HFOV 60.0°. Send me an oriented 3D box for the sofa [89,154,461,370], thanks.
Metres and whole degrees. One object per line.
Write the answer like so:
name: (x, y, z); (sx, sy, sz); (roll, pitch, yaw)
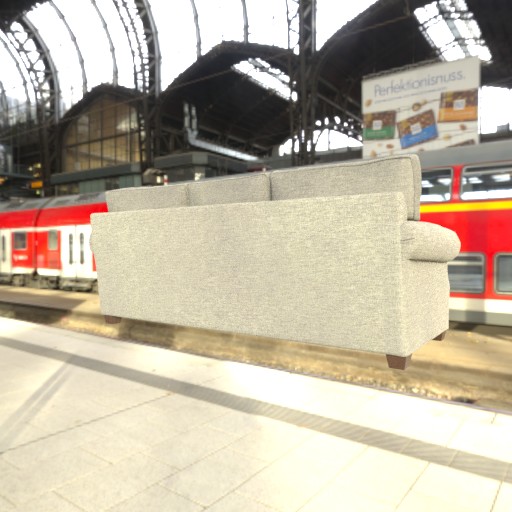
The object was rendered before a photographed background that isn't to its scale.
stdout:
sofa: (0.000, 0.000, 2.850); (2.312, 0.975, 0.965); (1, 1, 35)
